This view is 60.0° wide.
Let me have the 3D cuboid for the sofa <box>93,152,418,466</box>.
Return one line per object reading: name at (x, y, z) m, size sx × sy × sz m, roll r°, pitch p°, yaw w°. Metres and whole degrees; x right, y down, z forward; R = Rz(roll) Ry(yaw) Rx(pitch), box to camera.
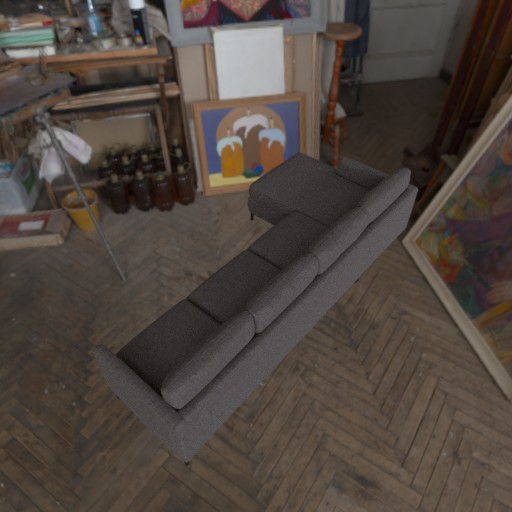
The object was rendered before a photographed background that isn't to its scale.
sofa at (0.000, 0.000, 3.354) m, size 1.258 × 0.754 × 2.731 m, roll 31°, pitch 53°, yaw 27°
